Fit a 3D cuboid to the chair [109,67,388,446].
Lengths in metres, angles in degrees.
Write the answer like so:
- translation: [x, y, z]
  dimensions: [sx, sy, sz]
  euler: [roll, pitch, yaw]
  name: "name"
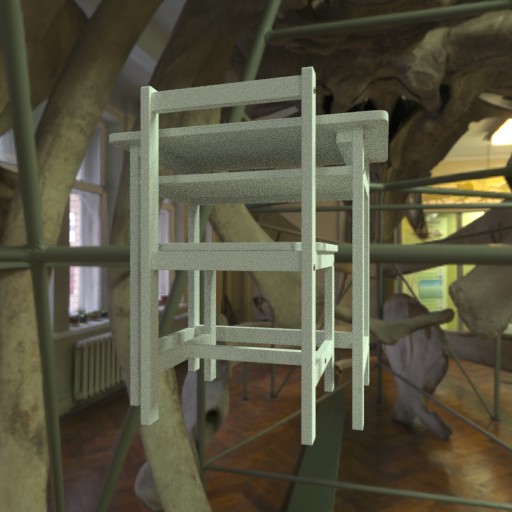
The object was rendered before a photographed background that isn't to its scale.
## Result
- translation: [0.000, 0.000, 1.052]
  dimensions: [0.599, 0.673, 0.461]
  euler: [0, 0, 16]
  name: "chair"
